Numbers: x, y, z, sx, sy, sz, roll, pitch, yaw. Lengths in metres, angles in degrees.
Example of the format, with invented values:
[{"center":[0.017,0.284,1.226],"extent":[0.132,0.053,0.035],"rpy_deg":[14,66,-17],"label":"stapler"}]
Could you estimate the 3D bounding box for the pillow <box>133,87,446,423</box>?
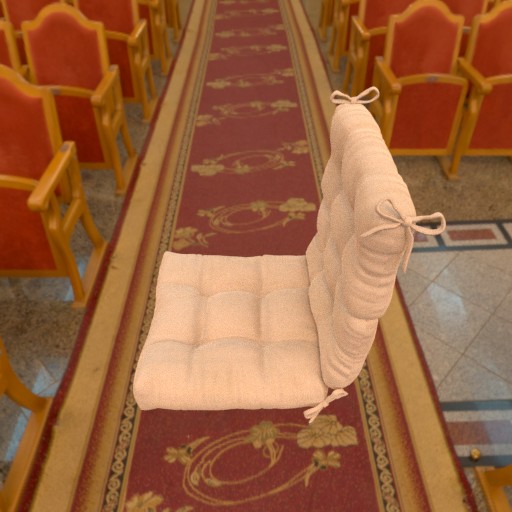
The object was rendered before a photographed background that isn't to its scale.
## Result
[{"center":[0.000,0.000,1.019],"extent":[0.571,0.605,0.519],"rpy_deg":[0,42,0],"label":"pillow"}]
